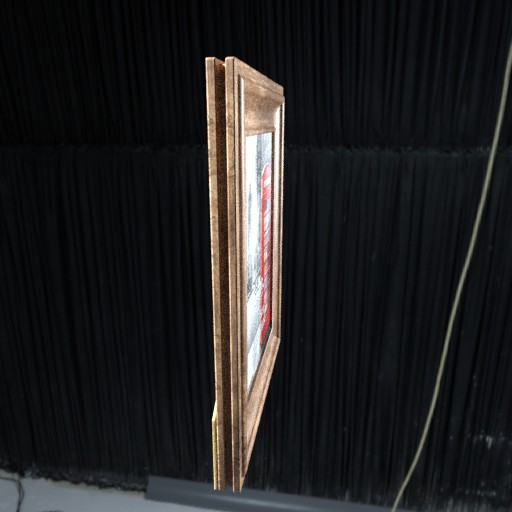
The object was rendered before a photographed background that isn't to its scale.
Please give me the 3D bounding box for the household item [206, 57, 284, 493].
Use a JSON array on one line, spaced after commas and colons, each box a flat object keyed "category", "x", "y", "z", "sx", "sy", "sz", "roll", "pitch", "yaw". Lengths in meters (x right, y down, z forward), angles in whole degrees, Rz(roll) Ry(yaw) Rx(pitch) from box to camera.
[{"category": "household item", "x": 0.000, "y": 0.000, "z": 0.315, "sx": 0.018, "sy": 0.237, "sz": 0.186, "roll": 3, "pitch": 17, "yaw": 9}]
